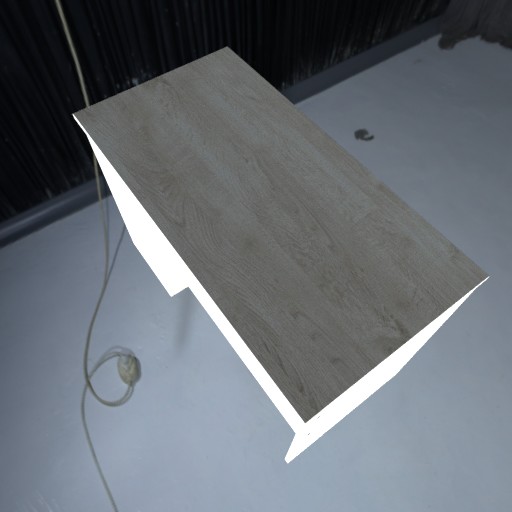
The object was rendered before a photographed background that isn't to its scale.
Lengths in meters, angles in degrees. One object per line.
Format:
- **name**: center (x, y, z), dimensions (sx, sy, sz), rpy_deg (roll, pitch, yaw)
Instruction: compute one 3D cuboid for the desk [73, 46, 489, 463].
- **desk**: center (0.000, 0.000, 1.495), dimensions (0.560, 0.730, 1.096), rpy_deg (-32, 64, -18)
